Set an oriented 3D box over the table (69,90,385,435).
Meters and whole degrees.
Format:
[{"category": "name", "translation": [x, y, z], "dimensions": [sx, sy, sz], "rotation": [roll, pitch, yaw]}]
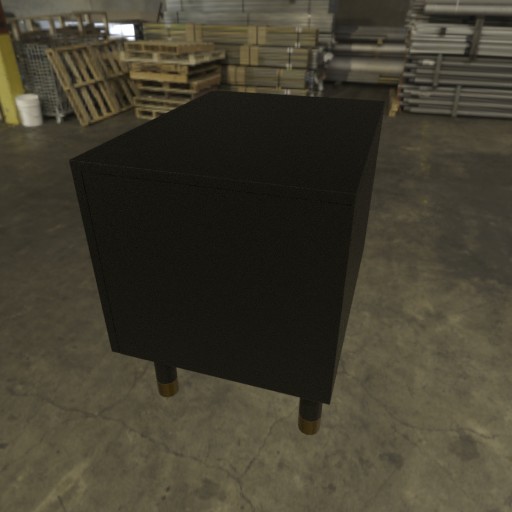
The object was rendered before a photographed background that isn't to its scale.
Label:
[{"category": "table", "translation": [0.000, 0.000, 0.991], "dimensions": [0.441, 0.584, 0.564], "rotation": [9, 32, 15]}]
